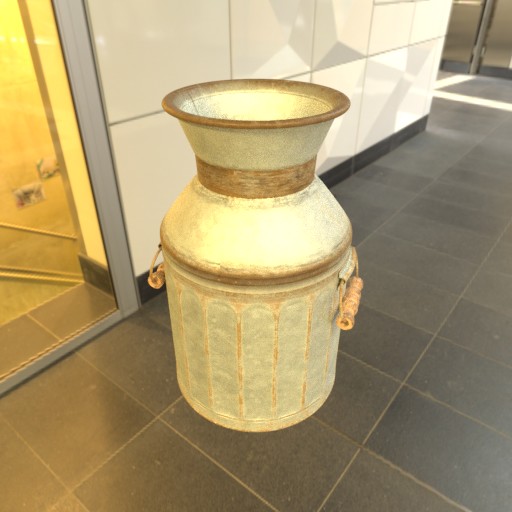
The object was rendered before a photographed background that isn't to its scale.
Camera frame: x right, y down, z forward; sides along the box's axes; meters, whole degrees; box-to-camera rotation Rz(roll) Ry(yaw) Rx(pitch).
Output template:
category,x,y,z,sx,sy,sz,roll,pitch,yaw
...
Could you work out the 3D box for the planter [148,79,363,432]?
category,x,y,z,sx,sy,sz,roll,pitch,yaw
planter,0.000,0.000,0.515,0.248,0.358,0.215,10,34,16
